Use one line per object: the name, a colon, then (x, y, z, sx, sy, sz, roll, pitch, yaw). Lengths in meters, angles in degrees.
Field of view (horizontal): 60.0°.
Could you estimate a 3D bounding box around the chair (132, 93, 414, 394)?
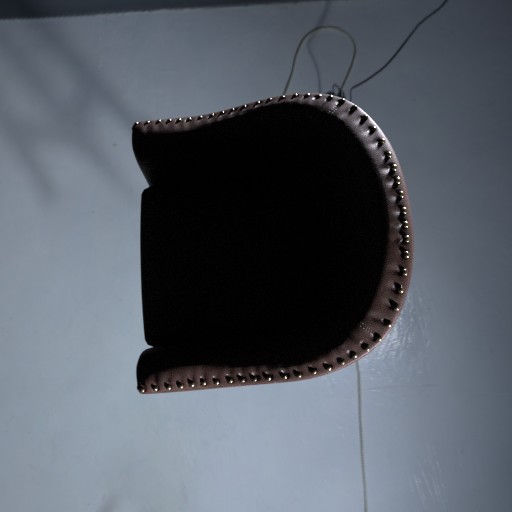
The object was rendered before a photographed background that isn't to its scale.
chair: (0.000, 0.000, 1.449, 0.748, 0.823, 0.794, -5, 76, -1)
